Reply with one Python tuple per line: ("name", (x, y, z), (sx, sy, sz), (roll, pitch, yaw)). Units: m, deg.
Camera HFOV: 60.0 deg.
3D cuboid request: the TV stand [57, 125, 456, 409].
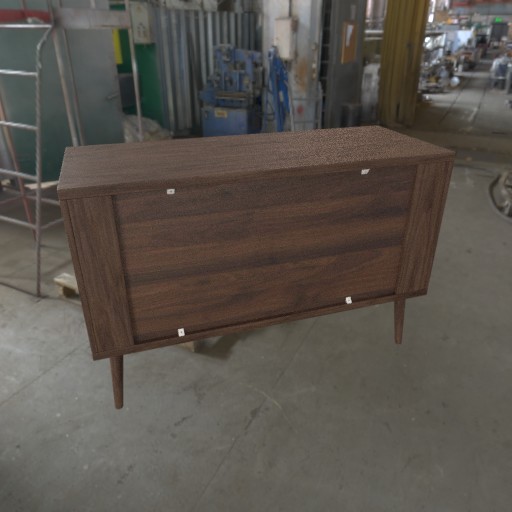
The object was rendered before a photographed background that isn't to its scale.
("TV stand", (0.000, 0.000, 1.364), (0.990, 0.660, 0.405), (-9, 28, -16))
